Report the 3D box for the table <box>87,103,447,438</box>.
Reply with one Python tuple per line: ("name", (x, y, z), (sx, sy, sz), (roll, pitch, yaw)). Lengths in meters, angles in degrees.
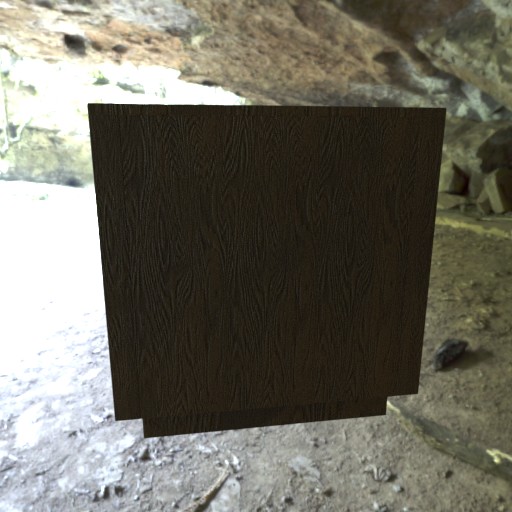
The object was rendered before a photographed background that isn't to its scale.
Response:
("table", (0.000, 0.000, 0.960), (0.560, 0.585, 0.439), (-2, 14, -9))
